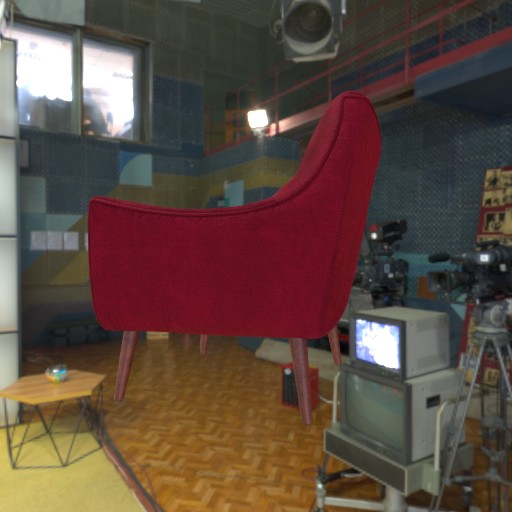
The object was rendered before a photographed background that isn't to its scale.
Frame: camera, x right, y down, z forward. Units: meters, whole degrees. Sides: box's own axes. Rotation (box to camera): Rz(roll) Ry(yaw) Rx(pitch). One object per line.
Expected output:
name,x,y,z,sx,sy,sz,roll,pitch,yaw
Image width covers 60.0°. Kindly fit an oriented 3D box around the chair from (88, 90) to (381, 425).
chair,0.000,0.000,1.465,0.787,0.838,0.762,0,1,18
